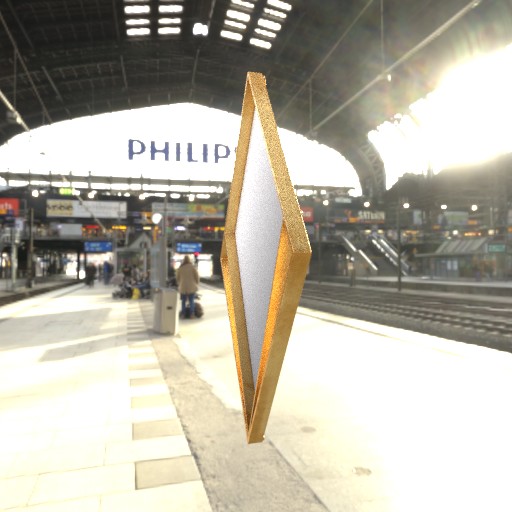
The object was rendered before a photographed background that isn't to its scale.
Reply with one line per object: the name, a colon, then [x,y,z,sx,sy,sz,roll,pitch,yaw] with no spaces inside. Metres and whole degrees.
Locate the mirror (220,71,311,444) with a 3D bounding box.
mirror: [0.000,0.000,0.813,0.032,0.679,0.419,0,-1,-18]
